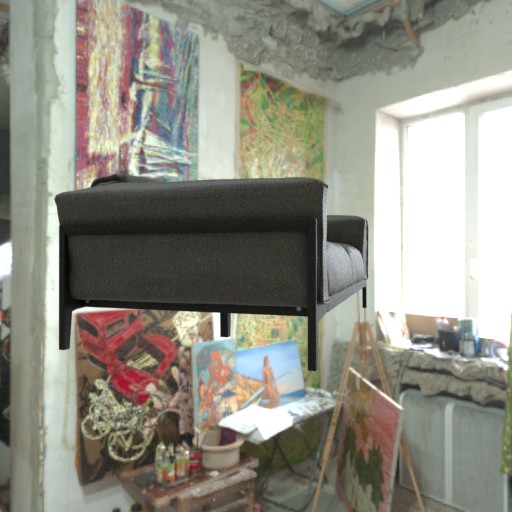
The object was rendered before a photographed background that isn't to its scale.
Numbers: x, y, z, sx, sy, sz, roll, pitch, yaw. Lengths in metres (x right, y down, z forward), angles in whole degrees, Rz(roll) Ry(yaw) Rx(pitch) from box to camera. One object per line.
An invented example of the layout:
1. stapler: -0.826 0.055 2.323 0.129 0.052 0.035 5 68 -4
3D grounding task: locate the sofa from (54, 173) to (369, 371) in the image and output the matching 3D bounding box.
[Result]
1. sofa: 0.000 0.000 2.189 0.960 0.656 1.690 0 0 19
